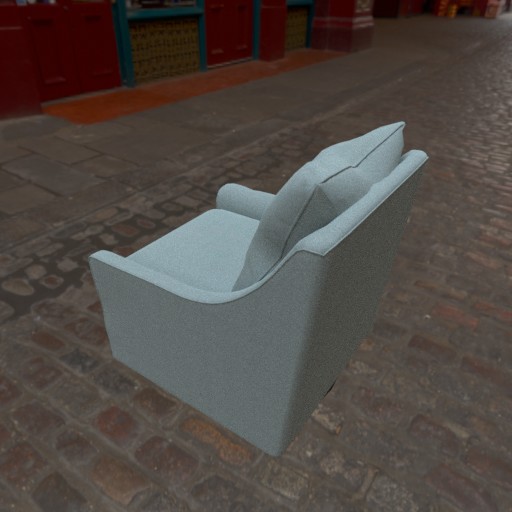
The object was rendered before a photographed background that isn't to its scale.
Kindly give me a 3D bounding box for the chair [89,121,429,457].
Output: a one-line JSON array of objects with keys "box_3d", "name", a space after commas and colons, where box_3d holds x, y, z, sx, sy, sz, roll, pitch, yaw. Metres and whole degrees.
[{"box_3d": [0.000, 0.000, 1.568, 0.870, 0.926, 0.760, 20, 38, 29], "name": "chair"}]
